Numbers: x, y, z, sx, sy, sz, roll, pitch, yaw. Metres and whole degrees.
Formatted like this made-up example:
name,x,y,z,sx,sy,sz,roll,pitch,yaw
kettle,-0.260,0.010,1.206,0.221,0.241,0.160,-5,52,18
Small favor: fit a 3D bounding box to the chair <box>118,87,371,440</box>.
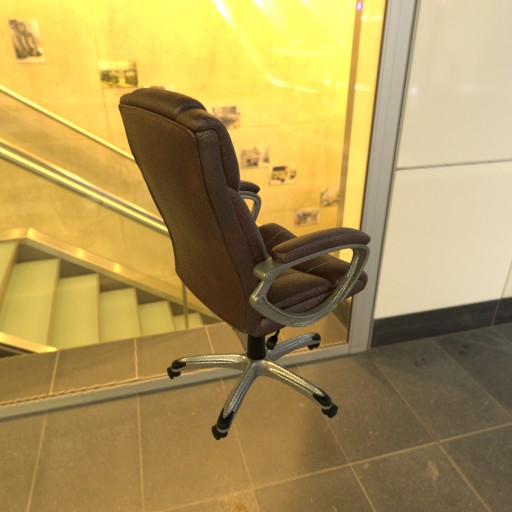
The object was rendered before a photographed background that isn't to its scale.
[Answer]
name,x,y,z,sx,sy,sz,roll,pitch,yaw
chair,0.000,0.000,1.548,0.692,1.128,0.656,-17,32,-31
